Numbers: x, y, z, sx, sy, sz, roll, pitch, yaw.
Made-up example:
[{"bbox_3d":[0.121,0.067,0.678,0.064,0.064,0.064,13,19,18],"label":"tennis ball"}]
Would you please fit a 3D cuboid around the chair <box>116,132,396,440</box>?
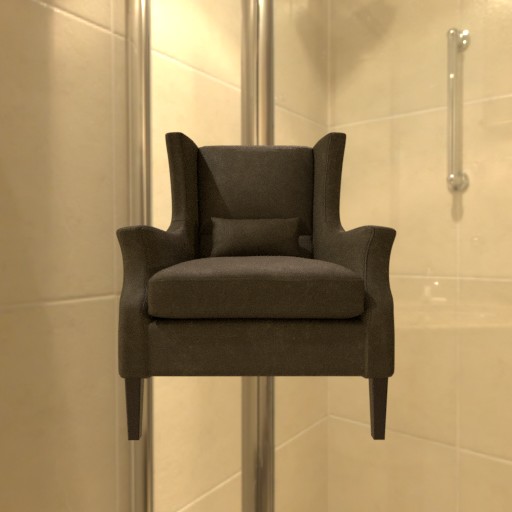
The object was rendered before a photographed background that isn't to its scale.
[{"bbox_3d":[0.000,0.000,1.661,0.853,1.016,0.926,0,1,0],"label":"chair"}]
